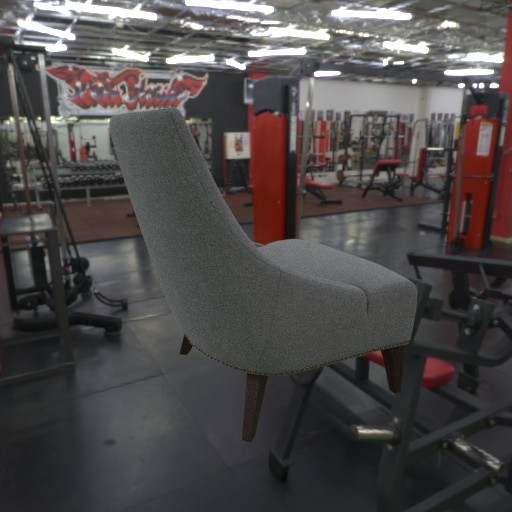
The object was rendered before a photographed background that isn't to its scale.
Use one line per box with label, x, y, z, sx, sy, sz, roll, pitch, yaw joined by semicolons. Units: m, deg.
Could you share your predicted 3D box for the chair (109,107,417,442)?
chair;0.000;0.000;1.493;0.861;0.909;0.701;-8;17;-26
